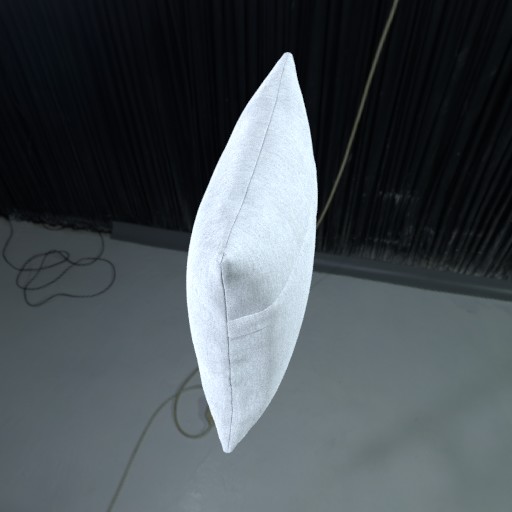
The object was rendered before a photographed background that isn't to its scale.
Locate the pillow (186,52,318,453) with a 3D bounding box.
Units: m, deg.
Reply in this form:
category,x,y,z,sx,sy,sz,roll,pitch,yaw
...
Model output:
category,x,y,z,sx,sy,sz,roll,pitch,yaw
pillow,0.000,0.000,0.667,0.173,0.436,0.433,7,46,7
